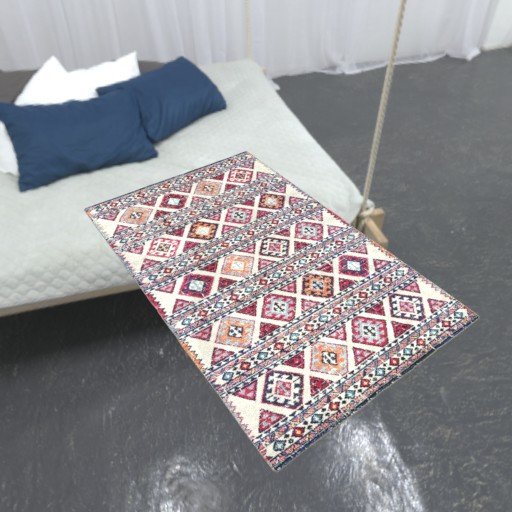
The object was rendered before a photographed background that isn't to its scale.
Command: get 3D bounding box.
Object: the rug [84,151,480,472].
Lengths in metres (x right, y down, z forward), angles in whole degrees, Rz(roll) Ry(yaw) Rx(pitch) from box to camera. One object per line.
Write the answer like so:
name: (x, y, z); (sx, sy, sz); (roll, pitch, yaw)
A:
rug: (0.000, 0.000, 3.028); (1.545, 0.010, 2.440); (-26, 48, -26)
